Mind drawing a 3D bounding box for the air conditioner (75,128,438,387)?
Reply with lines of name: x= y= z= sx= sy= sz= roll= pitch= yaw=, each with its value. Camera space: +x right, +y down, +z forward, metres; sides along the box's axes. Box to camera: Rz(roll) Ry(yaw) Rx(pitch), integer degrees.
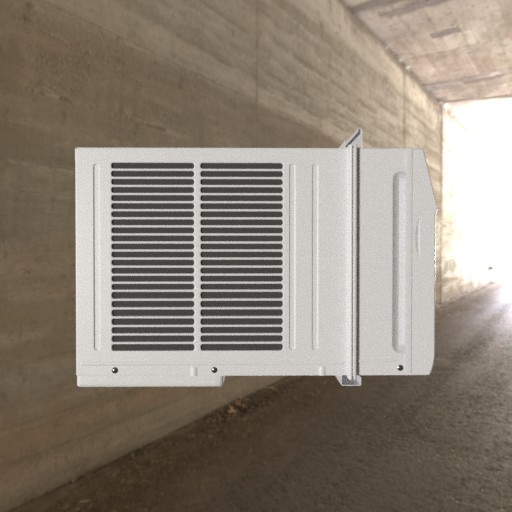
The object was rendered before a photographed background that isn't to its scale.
air conditioner: x=0.000 y=0.000 z=0.902 sx=0.546 sy=0.388 sz=0.503 roll=0 pitch=1 yaw=-1
